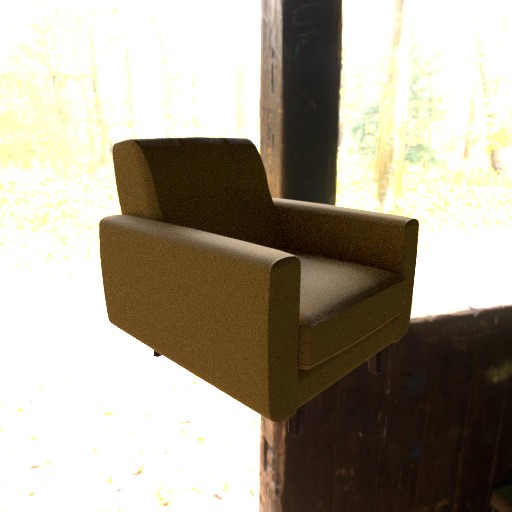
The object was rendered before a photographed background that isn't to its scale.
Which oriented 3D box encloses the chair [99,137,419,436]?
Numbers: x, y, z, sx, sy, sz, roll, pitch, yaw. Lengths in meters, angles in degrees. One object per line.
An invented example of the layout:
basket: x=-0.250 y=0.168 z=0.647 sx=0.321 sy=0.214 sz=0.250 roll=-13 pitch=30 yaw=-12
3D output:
chair: x=0.000 y=0.000 z=1.619 sx=0.909 sy=0.841 sz=0.831 roll=14 pitch=20 yaw=41
